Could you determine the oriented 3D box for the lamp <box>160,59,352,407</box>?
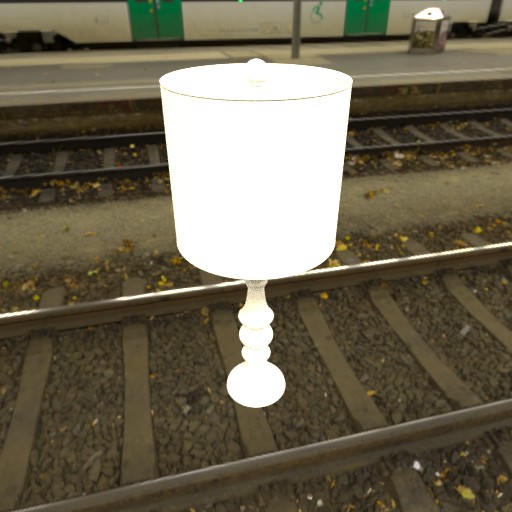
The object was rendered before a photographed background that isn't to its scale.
[{"bbox_3d":[0.000,0.000,0.729,0.250,0.597,0.250,-20,37,-29],"label":"lamp"}]
